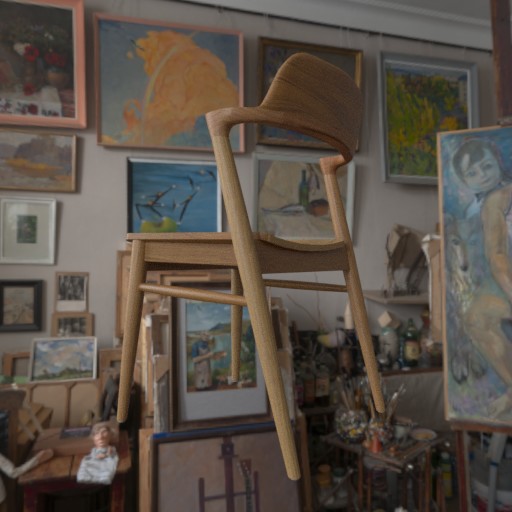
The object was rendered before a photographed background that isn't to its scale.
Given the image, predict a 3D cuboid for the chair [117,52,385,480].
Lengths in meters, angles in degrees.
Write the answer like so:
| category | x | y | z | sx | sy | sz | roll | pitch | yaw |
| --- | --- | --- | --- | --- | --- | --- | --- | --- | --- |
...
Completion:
| category | x | y | z | sx | sy | sz | roll | pitch | yaw |
| --- | --- | --- | --- | --- | --- | --- | --- | --- | --- |
| chair | 0.000 | 0.000 | 1.100 | 0.499 | 0.792 | 0.512 | 0 | -1 | 36 |
